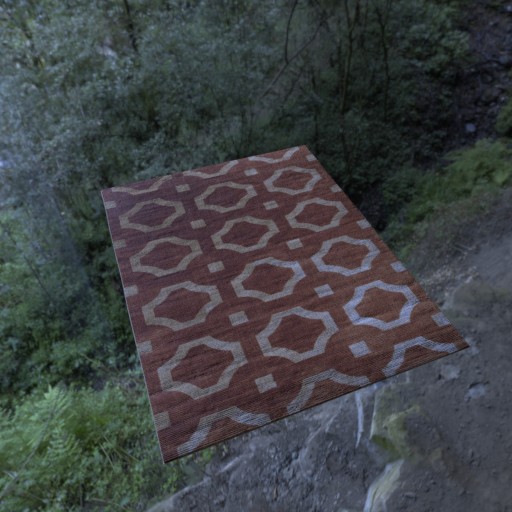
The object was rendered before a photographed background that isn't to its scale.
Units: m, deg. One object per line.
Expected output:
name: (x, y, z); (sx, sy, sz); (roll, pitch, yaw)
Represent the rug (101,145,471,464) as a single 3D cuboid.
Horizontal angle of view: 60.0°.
rug: (0.000, 0.000, 4.166); (2.466, 0.021, 3.049); (-16, 49, -14)
